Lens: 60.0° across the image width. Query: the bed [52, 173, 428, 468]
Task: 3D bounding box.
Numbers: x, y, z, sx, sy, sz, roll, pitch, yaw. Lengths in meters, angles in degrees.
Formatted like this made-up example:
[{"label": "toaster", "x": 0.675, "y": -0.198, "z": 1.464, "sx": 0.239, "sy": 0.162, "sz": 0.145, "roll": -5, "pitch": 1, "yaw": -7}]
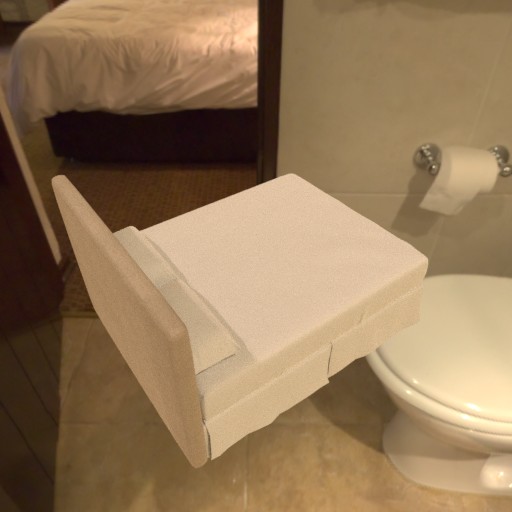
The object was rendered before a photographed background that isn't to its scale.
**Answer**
[{"label": "bed", "x": 0.000, "y": 0.000, "z": 3.269, "sx": 2.162, "sy": 1.330, "sz": 1.713, "roll": -25, "pitch": 46, "yaw": -27}]
